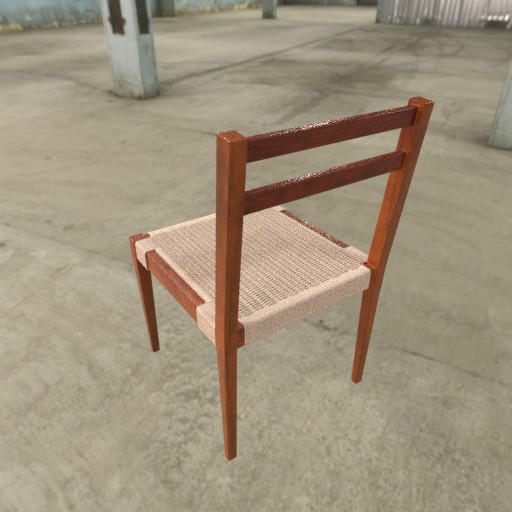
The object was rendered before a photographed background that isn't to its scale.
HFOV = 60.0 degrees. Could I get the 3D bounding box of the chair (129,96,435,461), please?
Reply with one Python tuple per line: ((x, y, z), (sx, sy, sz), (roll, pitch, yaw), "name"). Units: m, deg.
((0.000, 0.000, 1.196), (0.495, 0.851, 0.569), (-20, 36, -29), "chair")
